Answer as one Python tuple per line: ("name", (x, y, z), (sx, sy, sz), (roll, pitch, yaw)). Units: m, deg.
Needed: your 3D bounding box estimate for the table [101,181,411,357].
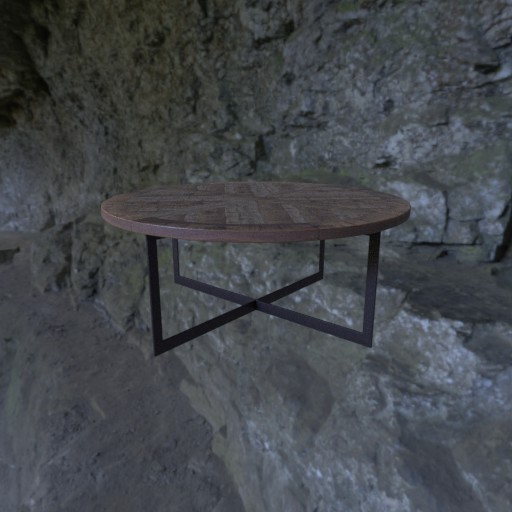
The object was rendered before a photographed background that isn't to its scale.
("table", (0.000, 0.000, 1.977), (1.264, 0.516, 1.264), (0, 16, 0))
